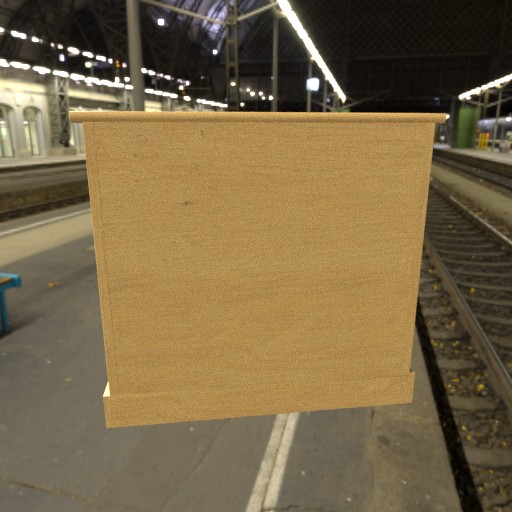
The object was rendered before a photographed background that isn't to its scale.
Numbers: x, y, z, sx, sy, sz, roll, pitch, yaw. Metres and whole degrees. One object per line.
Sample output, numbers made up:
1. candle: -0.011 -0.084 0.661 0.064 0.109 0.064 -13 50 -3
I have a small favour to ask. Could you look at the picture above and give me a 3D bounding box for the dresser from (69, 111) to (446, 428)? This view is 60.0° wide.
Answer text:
1. dresser: 0.000 0.000 1.383 0.915 0.835 0.440 -2 16 -8
